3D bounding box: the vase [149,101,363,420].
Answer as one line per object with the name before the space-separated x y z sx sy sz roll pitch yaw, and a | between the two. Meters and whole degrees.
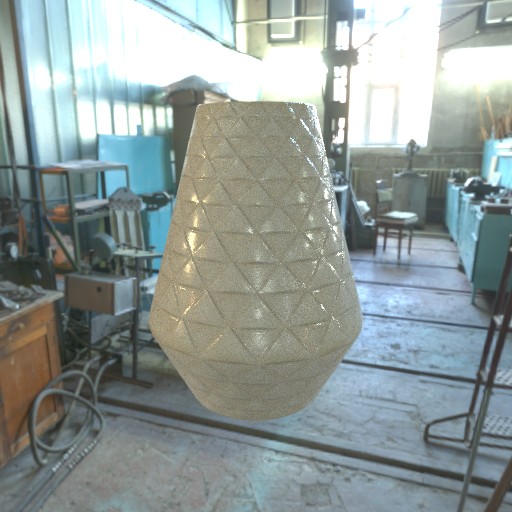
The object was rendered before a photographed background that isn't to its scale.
vase | 0.000 0.000 0.359 0.175 0.230 0.175 0 14 0
